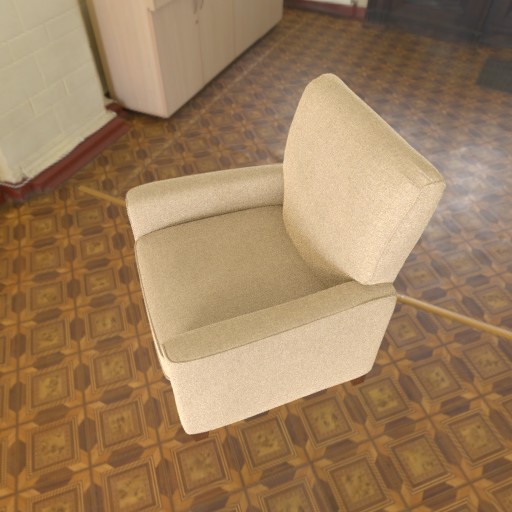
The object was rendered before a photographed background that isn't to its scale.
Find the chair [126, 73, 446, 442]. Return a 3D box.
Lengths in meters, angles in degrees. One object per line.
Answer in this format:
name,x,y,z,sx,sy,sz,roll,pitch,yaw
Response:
chair,0.000,0.000,1.629,0.859,1.023,0.845,-15,49,-14
